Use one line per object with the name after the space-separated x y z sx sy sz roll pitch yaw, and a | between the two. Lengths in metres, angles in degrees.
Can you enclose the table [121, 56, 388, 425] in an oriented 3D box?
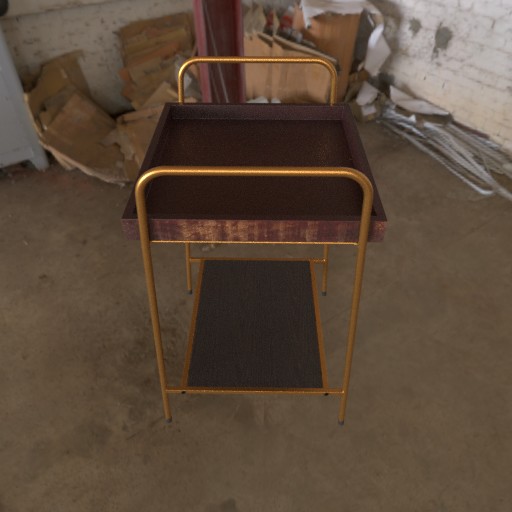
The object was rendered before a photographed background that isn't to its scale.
0.000 0.000 0.982 0.430 0.710 0.430 1 43 1 | table
